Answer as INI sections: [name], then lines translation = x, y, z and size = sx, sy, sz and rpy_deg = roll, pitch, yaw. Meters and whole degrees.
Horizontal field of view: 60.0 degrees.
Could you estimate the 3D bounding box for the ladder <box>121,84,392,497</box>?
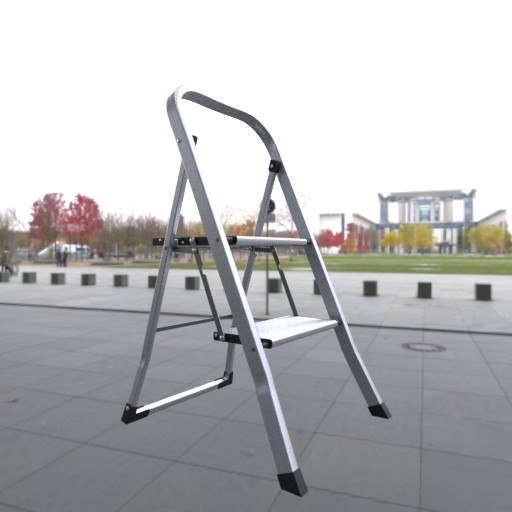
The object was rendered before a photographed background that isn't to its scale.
[ladder]
translation = 0.000, 0.000, 1.106
size = 0.530, 0.830, 0.465
rpy_deg = 0, 1, 36
